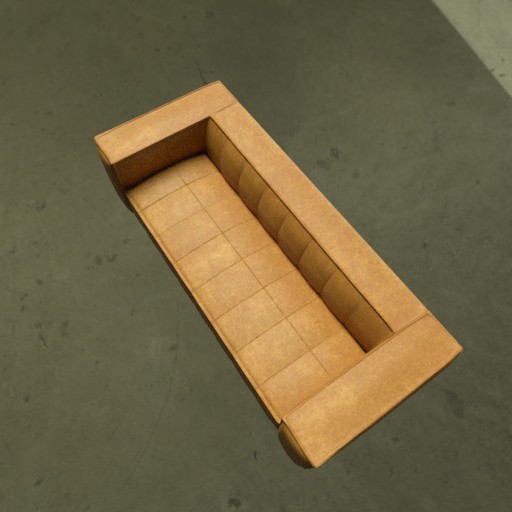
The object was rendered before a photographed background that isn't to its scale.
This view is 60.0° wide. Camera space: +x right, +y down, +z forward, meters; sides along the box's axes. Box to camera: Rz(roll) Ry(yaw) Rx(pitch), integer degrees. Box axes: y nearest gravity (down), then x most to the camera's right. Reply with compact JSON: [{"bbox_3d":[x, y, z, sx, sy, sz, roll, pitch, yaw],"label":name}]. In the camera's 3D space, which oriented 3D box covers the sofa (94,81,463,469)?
[{"bbox_3d":[0.000,0.000,3.060,1.102,0.701,2.581,-31,67,-15],"label":"sofa"}]
